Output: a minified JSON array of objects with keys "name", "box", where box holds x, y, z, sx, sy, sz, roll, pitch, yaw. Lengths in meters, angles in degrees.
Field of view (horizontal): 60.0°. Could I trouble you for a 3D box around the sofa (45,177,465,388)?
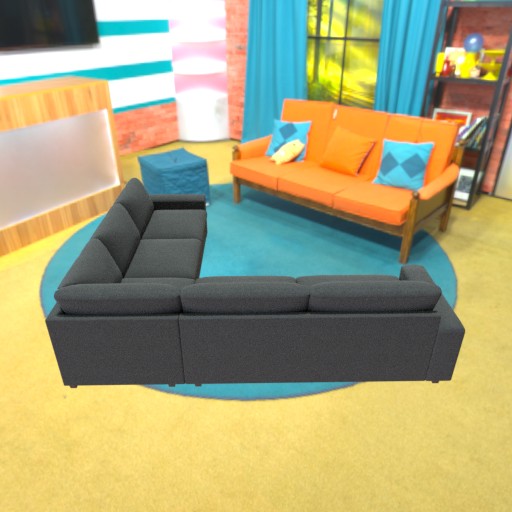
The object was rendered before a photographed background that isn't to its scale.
[{"name":"sofa","box":[0.000,0.000,4.794,3.277,0.965,2.895,-1,30,-1]}]
